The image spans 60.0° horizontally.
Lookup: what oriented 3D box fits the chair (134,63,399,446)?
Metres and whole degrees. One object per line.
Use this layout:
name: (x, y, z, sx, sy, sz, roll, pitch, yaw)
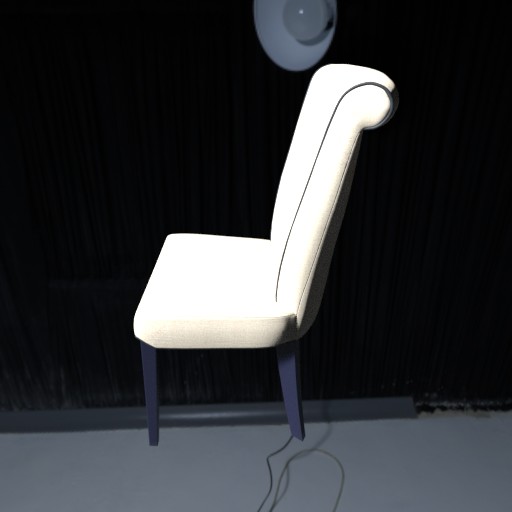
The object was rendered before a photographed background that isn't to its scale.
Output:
chair: (0.000, 0.000, 1.281, 0.623, 0.997, 0.522, 0, 27, 0)
